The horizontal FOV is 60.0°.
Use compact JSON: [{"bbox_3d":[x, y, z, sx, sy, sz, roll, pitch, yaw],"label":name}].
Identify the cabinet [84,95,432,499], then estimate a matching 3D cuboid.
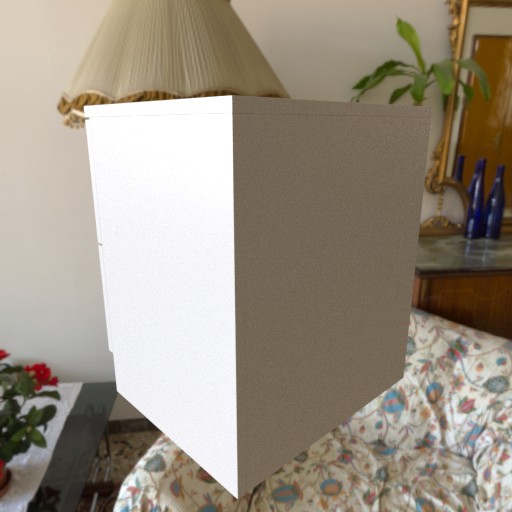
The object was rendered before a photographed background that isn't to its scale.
[{"bbox_3d":[0.000,0.000,0.736,0.400,0.470,0.360,-15,22,-41],"label":"cabinet"}]
